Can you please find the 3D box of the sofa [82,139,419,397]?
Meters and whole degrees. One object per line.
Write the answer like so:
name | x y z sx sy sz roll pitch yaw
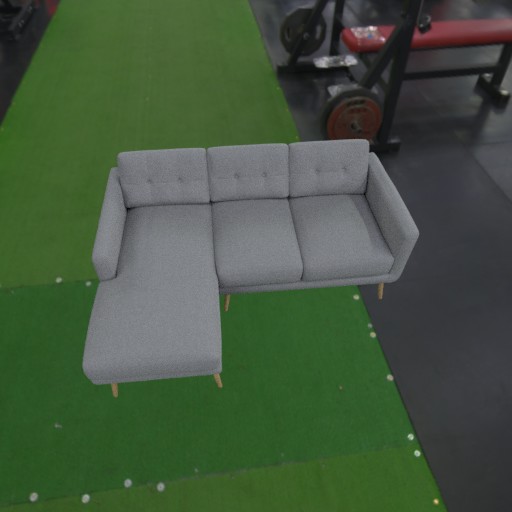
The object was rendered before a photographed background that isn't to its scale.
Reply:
sofa | 0.000 0.000 2.950 2.040 0.860 1.530 -4 47 -4
